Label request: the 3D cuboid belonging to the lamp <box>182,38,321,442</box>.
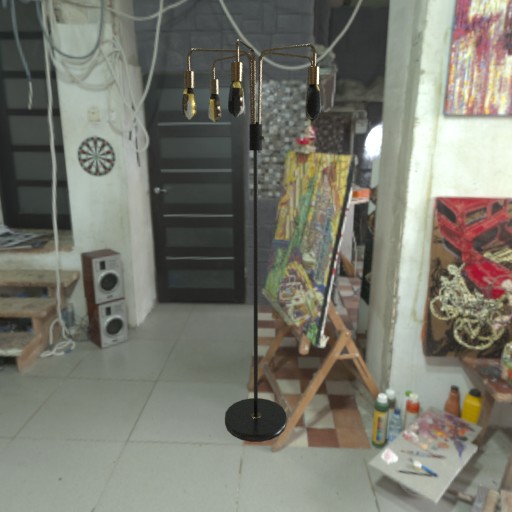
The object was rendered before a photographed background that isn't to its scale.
[{"bbox_3d":[0.000,0.000,2.018,0.599,1.721,0.572,-7,17,-26],"label":"lamp"}]
